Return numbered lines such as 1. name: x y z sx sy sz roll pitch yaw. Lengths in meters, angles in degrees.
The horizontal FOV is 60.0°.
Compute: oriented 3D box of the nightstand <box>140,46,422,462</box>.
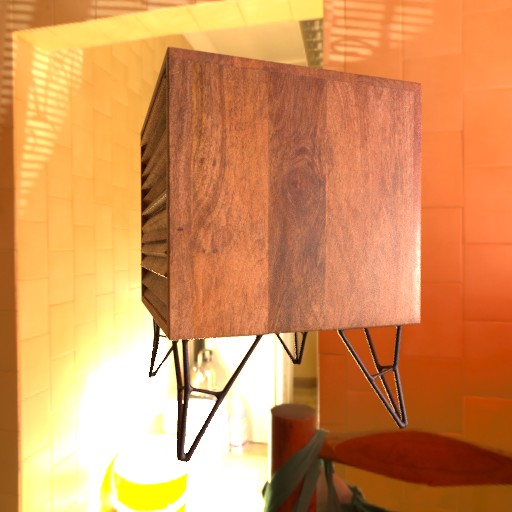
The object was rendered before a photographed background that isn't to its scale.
1. nightstand: 0.000 0.000 0.863 0.406 0.559 0.457 0 1 -19
